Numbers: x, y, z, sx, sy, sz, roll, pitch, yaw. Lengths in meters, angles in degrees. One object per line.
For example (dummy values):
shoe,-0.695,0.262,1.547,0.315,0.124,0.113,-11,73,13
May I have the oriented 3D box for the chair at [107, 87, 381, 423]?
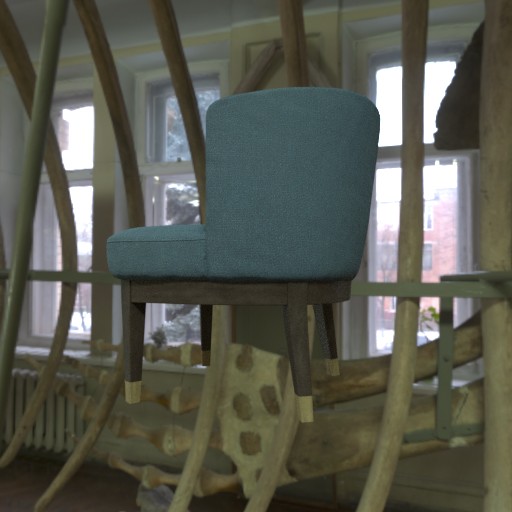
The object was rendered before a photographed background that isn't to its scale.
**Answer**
chair,0.000,0.000,1.283,0.702,0.760,0.661,-1,-2,18
